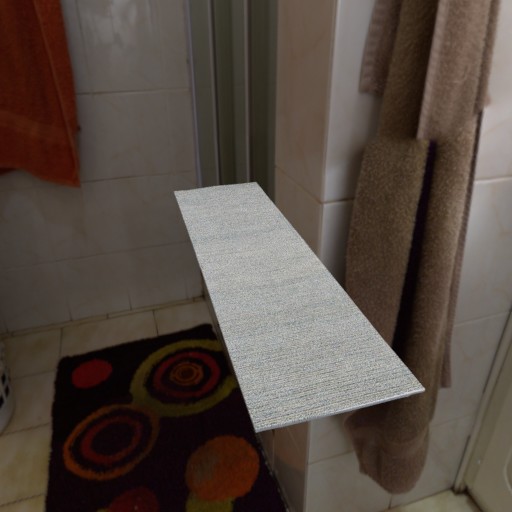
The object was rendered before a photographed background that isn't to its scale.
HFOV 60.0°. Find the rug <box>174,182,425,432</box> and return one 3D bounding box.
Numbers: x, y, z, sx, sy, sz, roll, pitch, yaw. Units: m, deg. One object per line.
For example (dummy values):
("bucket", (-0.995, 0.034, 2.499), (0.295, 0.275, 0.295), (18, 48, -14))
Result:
("rug", (0.000, 0.000, 2.576), (0.675, 0.037, 2.341), (-8, 31, -14))
